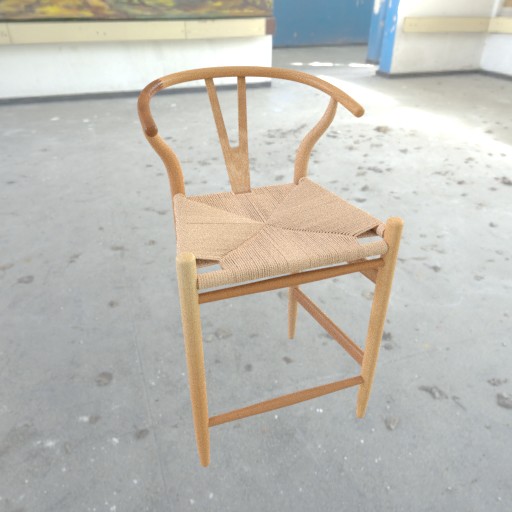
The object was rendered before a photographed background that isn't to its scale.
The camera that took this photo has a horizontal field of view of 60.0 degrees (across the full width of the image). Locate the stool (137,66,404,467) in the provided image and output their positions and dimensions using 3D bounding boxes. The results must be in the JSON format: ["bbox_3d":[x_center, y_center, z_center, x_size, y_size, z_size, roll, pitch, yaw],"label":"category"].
[{"bbox_3d":[0.000,0.000,1.254,0.536,0.923,0.575,-10,33,-16],"label":"stool"}]
